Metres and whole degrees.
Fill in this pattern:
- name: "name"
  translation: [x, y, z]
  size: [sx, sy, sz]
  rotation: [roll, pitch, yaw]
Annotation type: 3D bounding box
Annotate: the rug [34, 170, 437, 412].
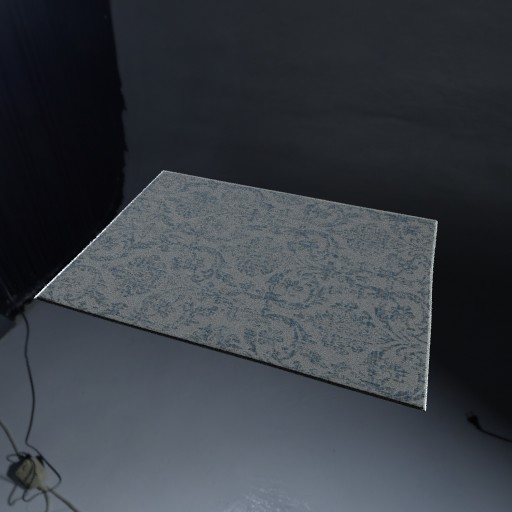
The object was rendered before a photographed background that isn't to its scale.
- name: "rug"
  translation: [0.000, 0.000, 2.880]
  size: [2.197, 0.014, 1.586]
  rotation: [13, 42, 14]
